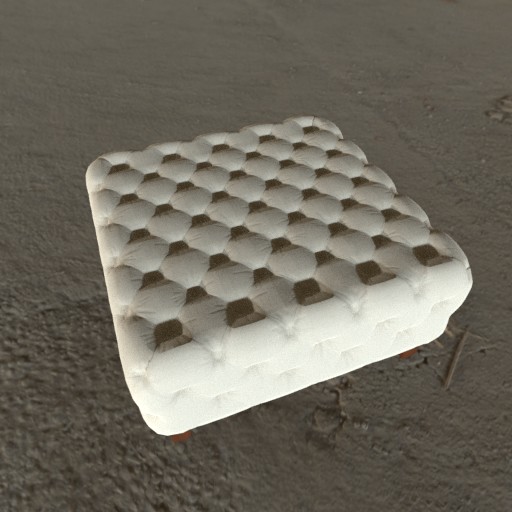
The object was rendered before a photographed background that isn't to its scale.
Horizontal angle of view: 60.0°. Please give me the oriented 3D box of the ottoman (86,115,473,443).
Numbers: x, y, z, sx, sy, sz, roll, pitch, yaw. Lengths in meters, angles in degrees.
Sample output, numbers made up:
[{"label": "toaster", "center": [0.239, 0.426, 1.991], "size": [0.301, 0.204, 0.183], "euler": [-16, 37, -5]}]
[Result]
[{"label": "ottoman", "center": [0.000, 0.000, 1.187], "size": [0.753, 0.376, 0.755], "euler": [-15, 47, -15]}]
